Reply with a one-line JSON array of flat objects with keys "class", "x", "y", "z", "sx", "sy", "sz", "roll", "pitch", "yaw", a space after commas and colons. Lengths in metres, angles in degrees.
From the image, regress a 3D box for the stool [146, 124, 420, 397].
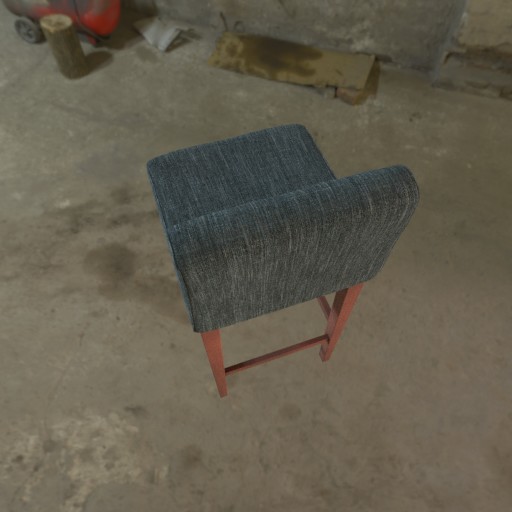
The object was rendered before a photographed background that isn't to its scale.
[{"class": "stool", "x": 0.000, "y": 0.000, "z": 1.094, "sx": 0.395, "sy": 0.835, "sz": 0.459, "roll": -16, "pitch": 59, "yaw": -10}]
